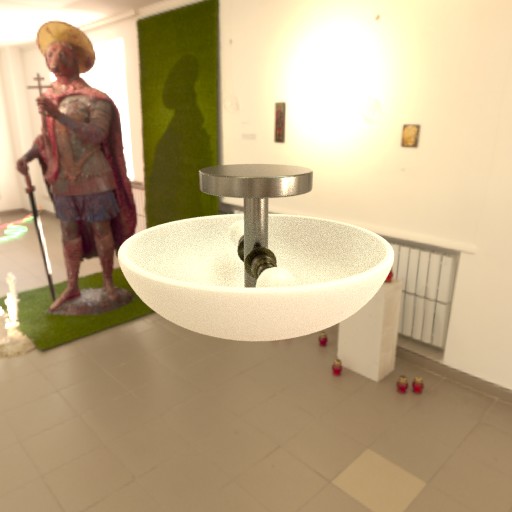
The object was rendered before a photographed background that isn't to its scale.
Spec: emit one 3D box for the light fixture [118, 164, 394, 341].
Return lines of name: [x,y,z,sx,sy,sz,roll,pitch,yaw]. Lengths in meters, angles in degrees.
light fixture: [0.000,0.000,0.557,0.330,0.214,0.330,0,17,0]
